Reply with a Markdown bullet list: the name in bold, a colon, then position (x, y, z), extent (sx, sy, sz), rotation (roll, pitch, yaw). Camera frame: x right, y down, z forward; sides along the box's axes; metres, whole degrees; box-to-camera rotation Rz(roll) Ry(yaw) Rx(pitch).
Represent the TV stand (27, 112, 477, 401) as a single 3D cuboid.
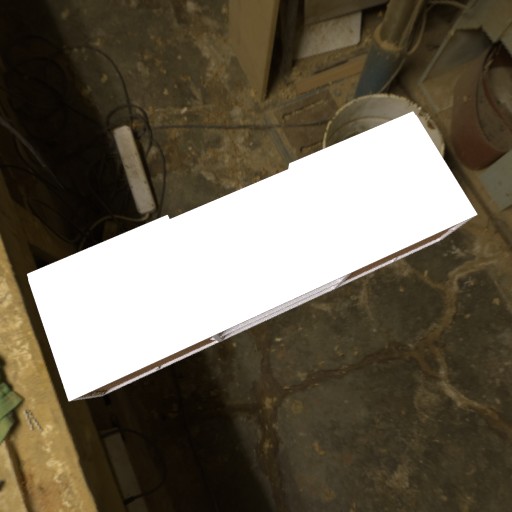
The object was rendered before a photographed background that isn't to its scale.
- **TV stand**: position (0.000, 0.000, 1.573), extent (1.400, 0.310, 0.420), rotation (-24, 77, -6)
